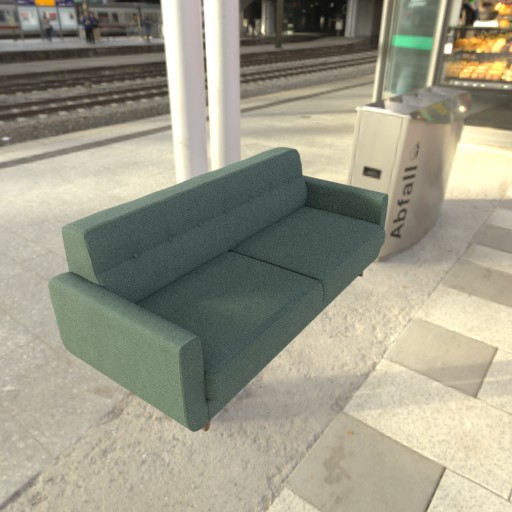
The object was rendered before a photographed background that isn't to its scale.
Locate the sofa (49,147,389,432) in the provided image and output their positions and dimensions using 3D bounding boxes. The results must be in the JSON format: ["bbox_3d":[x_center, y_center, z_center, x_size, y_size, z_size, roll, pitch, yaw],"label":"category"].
[{"bbox_3d":[0.000,0.000,2.586,0.909,0.841,2.029,19,33,31],"label":"sofa"}]
